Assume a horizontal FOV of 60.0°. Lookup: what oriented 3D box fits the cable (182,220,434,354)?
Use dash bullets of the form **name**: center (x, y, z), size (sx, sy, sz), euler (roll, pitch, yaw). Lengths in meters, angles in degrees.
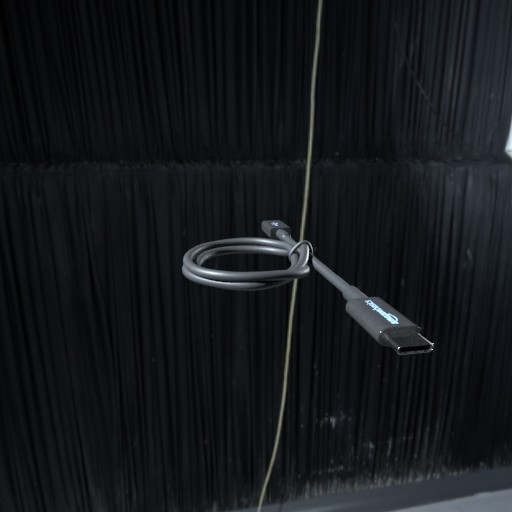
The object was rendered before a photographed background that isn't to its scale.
- **cable**: center (0.000, 0.000, 0.210), size (0.070, 0.014, 0.192), euler (-3, 15, -11)
